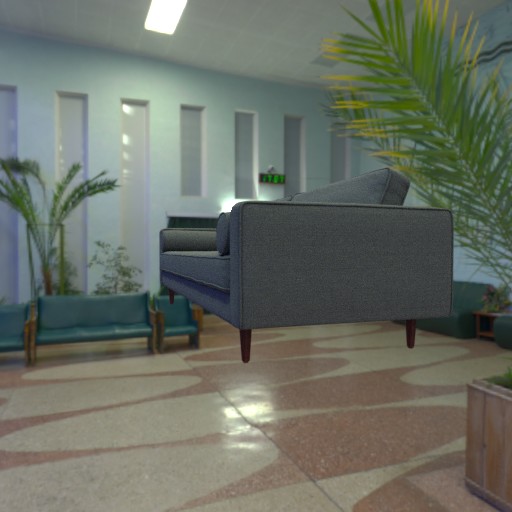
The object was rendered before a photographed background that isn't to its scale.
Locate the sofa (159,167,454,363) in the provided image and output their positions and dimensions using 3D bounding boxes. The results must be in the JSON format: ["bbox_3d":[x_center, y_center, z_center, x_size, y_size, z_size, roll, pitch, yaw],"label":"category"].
[{"bbox_3d":[0.000,0.000,2.634,0.914,0.762,2.198,0,1,-19],"label":"sofa"}]
